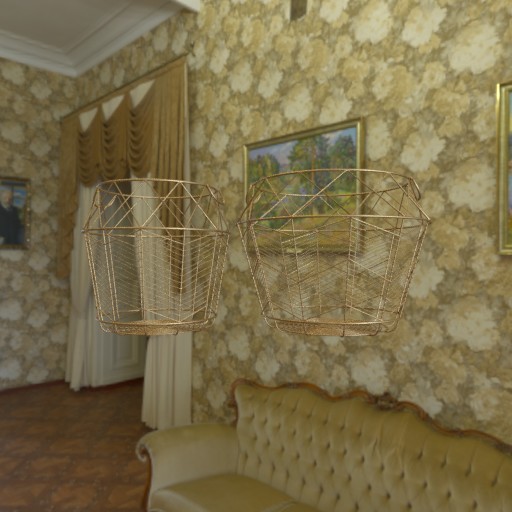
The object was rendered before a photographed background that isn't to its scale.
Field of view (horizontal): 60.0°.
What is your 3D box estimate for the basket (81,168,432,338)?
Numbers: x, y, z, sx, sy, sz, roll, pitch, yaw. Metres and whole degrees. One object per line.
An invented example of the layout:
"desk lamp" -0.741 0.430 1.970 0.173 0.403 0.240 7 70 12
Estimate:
"basket" 0.000 0.000 1.053 0.805 0.343 0.451 0 0 -1
